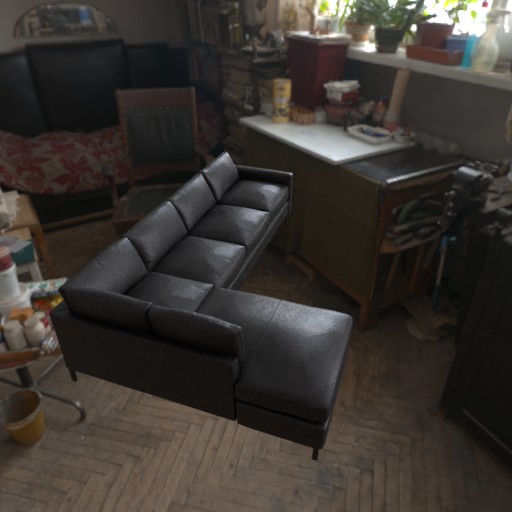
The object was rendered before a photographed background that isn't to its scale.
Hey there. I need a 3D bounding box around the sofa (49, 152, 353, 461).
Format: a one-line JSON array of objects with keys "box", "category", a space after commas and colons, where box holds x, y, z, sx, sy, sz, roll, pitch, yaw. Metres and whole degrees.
[{"box": [0.000, 0.000, 3.956, 1.938, 0.877, 2.984, 11, 34, 16], "category": "sofa"}]
